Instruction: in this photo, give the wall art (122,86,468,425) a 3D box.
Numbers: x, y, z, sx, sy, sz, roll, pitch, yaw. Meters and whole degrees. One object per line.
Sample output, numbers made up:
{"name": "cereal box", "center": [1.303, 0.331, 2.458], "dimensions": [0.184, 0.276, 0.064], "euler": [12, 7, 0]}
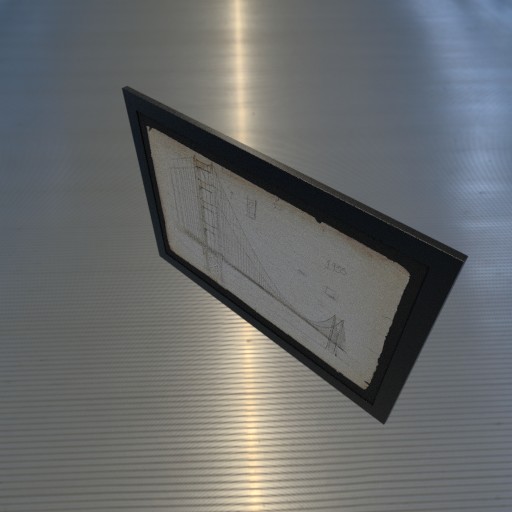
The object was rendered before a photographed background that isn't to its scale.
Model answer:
{"name": "wall art", "center": [0.000, 0.000, 0.831], "dimensions": [0.660, 0.447, 0.013], "euler": [33, 54, 28]}
